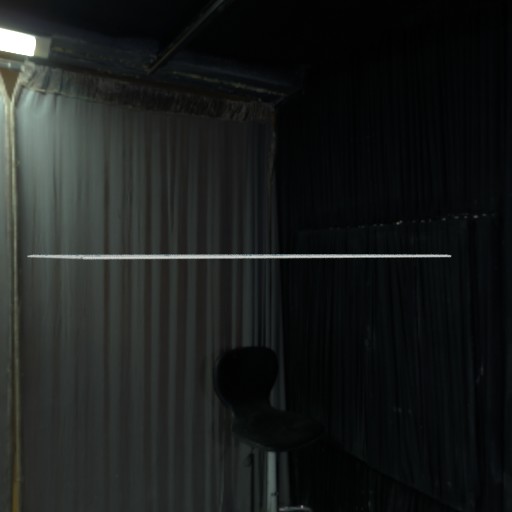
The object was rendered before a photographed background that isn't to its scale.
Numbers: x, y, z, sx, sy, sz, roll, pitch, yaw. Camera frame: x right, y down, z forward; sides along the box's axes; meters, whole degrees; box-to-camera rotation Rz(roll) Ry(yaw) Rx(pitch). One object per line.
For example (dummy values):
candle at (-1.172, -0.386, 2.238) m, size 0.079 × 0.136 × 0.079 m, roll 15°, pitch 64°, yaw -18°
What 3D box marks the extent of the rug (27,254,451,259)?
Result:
rug at (0.000, 0.000, 1.405) m, size 1.220 × 0.007 × 0.605 m, roll 0°, pitch 0°, yaw -36°
